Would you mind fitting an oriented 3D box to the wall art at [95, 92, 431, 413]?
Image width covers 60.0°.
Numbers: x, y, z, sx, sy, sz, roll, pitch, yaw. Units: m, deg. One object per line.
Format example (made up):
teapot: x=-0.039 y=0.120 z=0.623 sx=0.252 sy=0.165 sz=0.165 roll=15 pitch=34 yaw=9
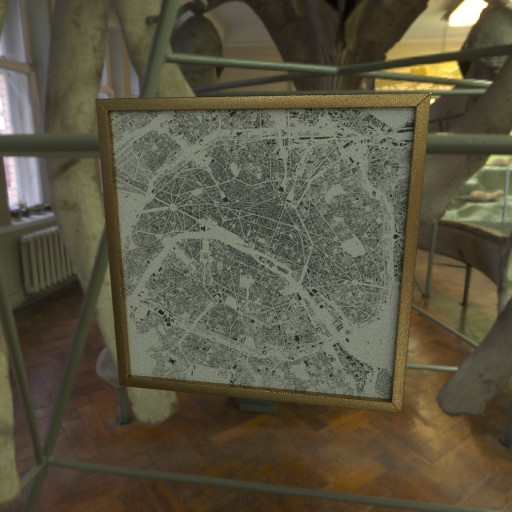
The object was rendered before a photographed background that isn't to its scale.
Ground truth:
wall art: x=0.000 y=0.000 z=0.451 sx=0.305 sy=0.305 sz=0.037 roll=2 pitch=14 yaw=10
